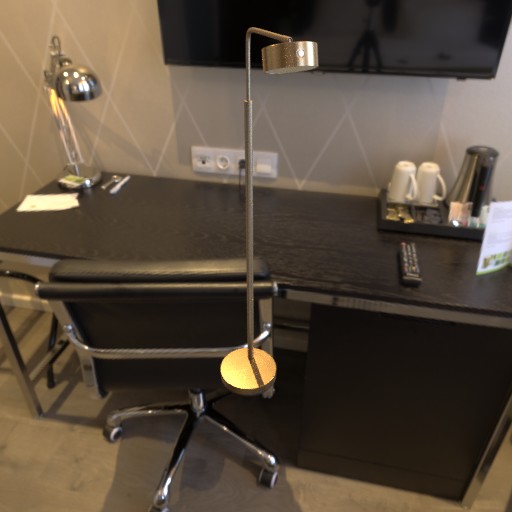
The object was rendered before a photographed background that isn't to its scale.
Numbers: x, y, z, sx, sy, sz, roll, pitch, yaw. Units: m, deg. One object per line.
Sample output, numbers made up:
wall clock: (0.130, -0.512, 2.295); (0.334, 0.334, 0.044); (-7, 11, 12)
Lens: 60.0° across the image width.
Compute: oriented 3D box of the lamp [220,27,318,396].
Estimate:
lamp: (0.000, 0.000, 1.353); (0.219, 1.230, 0.418); (-10, 33, -15)
